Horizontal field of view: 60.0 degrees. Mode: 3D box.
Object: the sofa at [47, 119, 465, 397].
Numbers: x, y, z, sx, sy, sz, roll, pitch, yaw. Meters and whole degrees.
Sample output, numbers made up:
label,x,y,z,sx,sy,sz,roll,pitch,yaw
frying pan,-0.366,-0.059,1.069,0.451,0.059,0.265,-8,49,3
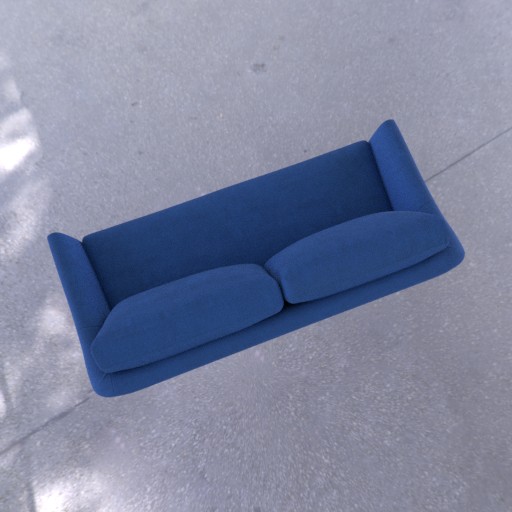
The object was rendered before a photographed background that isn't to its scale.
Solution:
label,x,y,z,sx,sy,sz,roll,pitch,yaw
sofa,0.000,0.000,2.470,2.036,0.903,0.960,-20,76,-5
